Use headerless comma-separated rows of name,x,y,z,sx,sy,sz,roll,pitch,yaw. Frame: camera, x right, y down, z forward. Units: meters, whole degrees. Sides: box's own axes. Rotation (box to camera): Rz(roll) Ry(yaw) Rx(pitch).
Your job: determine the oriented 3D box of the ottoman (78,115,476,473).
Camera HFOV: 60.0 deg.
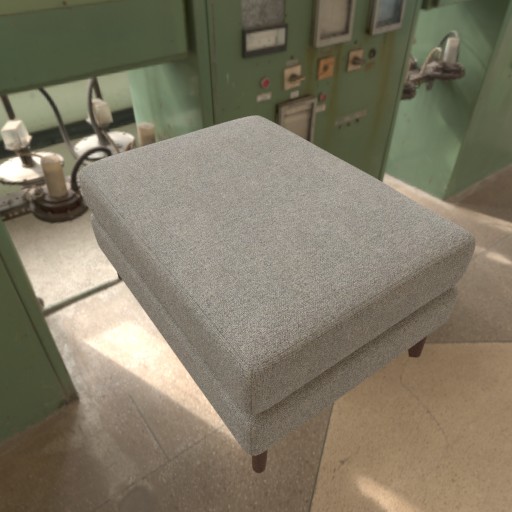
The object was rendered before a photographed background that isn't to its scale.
ottoman,0.000,0.000,1.169,0.611,0.441,0.821,-25,46,-26
